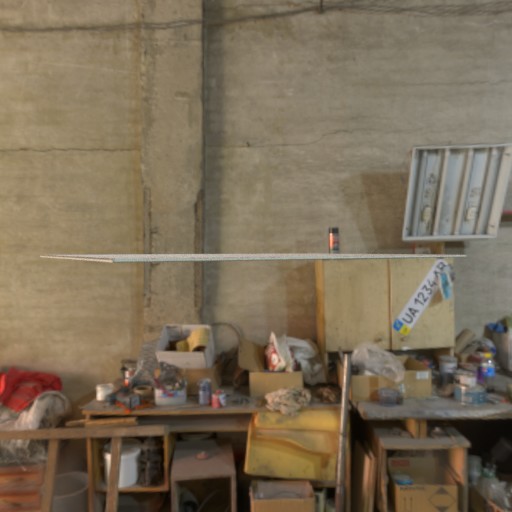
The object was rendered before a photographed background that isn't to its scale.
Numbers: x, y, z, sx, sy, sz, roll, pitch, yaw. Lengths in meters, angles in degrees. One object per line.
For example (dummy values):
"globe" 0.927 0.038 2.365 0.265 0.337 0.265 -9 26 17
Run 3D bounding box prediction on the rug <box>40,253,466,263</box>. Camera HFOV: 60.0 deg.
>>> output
"rug" 0.000 0.000 2.288 1.839 0.012 1.219 -1 1 -35
